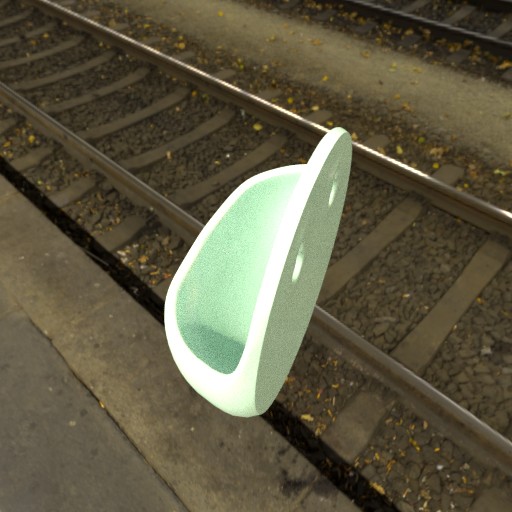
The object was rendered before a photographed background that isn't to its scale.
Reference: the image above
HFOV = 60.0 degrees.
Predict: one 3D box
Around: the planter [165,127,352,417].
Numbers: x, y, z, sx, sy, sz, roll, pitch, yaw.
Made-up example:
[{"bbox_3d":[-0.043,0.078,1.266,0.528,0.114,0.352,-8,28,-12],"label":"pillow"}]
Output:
[{"bbox_3d":[0.000,0.000,0.278,0.073,0.164,0.189,17,49,15],"label":"planter"}]
